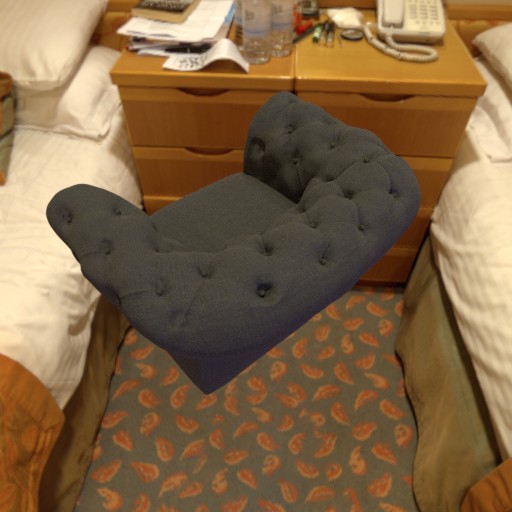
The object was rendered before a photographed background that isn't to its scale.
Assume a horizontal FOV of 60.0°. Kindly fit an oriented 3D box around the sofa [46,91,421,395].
[{"bbox_3d":[0.000,0.000,2.020,1.405,0.878,1.032,-33,55,-28],"label":"sofa"}]
